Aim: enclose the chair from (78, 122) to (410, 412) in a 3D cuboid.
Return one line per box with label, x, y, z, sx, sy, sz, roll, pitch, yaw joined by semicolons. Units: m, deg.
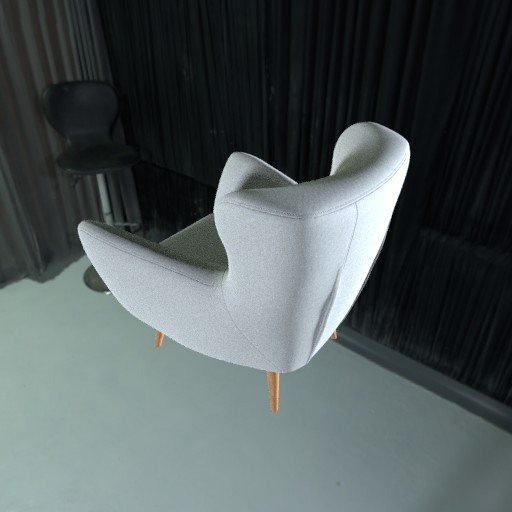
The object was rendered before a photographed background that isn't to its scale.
chair;0.000;0.000;1.631;0.889;0.889;0.890;21;38;29
